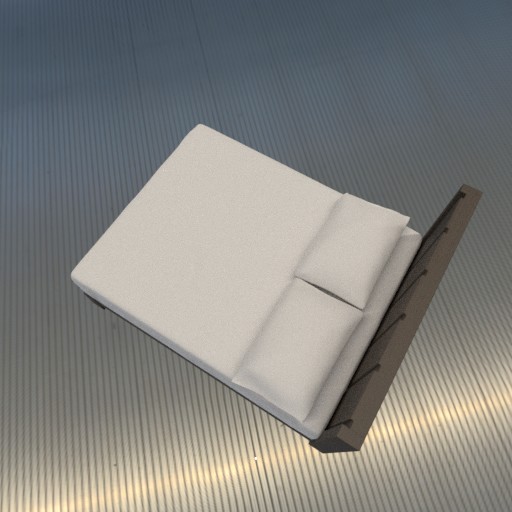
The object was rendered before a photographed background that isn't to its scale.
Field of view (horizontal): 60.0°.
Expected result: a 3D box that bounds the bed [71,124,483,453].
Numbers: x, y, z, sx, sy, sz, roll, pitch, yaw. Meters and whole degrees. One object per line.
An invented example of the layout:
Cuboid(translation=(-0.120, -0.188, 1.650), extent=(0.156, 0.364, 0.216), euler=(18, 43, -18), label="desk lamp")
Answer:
Cuboid(translation=(0.000, 0.000, 3.264), extent=(2.242, 1.270, 1.727), euler=(29, 69, 13), label="bed")
